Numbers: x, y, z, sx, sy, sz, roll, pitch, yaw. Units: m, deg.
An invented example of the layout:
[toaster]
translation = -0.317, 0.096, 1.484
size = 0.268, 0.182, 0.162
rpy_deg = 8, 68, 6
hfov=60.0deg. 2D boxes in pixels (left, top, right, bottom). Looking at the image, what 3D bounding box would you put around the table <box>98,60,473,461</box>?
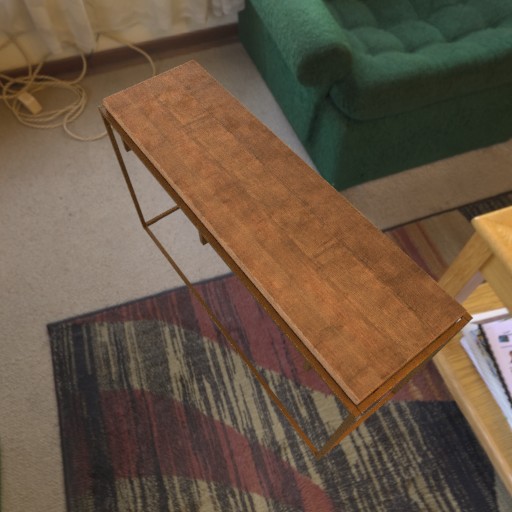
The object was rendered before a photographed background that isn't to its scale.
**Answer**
[table]
translation = 0.000, 0.000, 1.755
size = 0.440, 0.820, 1.400
rpy_deg = -32, 64, -18
